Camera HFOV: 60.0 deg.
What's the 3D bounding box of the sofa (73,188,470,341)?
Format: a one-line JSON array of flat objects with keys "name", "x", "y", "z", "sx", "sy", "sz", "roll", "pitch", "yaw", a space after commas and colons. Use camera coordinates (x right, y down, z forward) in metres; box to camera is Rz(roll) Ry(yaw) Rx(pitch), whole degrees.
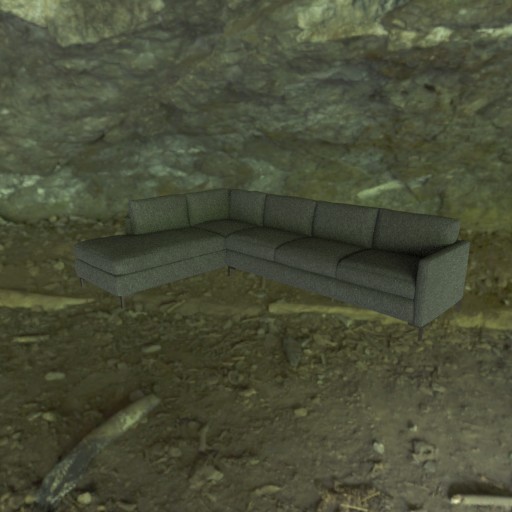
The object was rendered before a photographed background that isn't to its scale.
[{"name": "sofa", "x": 0.000, "y": 0.000, "z": 3.902, "sx": 2.949, "sy": 0.815, "sz": 2.007, "roll": 15, "pitch": 22, "yaw": 42}]
